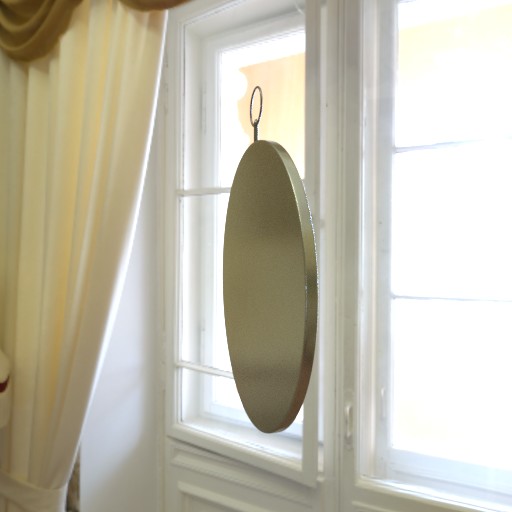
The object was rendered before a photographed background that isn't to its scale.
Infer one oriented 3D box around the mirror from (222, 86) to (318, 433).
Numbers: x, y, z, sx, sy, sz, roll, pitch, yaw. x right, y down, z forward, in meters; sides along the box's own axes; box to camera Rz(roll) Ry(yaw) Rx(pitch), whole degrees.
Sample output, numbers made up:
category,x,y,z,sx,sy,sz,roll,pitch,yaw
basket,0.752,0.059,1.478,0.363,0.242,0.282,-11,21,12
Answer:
category,x,y,z,sx,sy,sz,roll,pitch,yaw
mirror,0.000,0.000,0.943,0.020,0.713,0.594,0,1,-16
